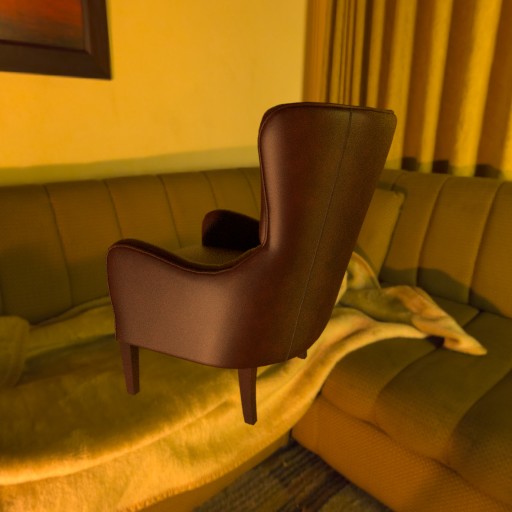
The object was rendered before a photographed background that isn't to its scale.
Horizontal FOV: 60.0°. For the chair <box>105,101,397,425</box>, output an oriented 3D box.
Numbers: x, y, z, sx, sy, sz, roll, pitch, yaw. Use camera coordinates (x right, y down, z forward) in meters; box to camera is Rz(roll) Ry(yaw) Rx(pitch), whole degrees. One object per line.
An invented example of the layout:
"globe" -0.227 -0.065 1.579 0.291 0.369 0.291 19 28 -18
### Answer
"chair" 0.000 0.000 1.645 0.914 1.048 0.692 8 19 25
